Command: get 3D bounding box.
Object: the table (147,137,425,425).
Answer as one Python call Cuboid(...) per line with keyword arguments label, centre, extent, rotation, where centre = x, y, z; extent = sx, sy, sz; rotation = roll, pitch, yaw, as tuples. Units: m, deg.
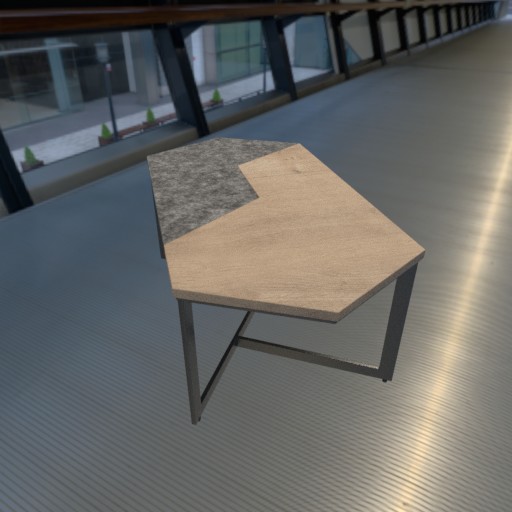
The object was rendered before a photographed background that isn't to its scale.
Cuboid(label="table", centre=(0.000, 0.000, 1.487), extent=(0.609, 0.457, 1.219), rotation=(-8, 32, -13))
